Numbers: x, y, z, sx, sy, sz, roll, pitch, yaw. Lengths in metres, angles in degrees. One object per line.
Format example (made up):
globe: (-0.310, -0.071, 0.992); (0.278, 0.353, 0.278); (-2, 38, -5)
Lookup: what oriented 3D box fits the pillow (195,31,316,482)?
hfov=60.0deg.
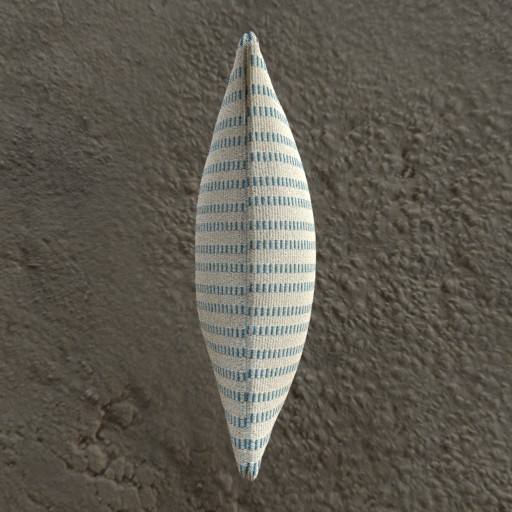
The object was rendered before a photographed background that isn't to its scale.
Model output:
pillow: (0.000, 0.000, 0.789); (0.210, 0.353, 0.640); (0, 91, 1)
